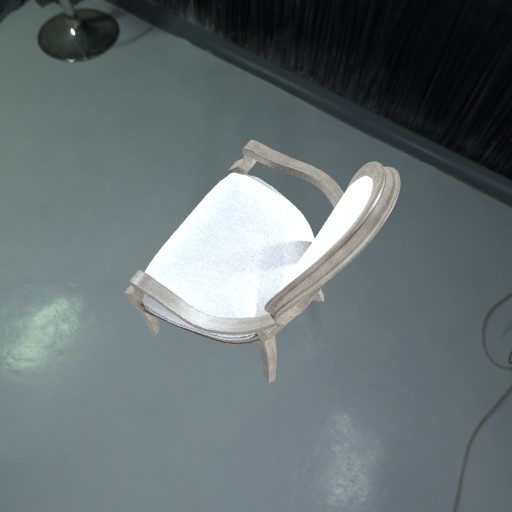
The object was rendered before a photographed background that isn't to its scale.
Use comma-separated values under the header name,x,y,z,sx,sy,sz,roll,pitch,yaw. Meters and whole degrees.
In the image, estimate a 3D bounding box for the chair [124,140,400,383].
name,x,y,z,sx,sy,sz,roll,pitch,yaw
chair,0.000,0.000,1.354,0.602,0.991,0.611,30,67,14
